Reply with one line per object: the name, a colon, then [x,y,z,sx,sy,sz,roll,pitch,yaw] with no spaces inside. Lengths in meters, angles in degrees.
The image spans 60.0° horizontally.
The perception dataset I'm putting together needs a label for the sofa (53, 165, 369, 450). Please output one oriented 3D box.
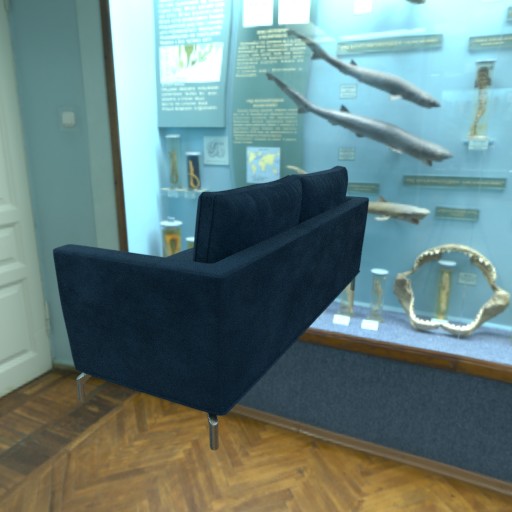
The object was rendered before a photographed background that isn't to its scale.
sofa: [0.000,0.000,2.704,0.853,0.998,2.212,8,17,26]
